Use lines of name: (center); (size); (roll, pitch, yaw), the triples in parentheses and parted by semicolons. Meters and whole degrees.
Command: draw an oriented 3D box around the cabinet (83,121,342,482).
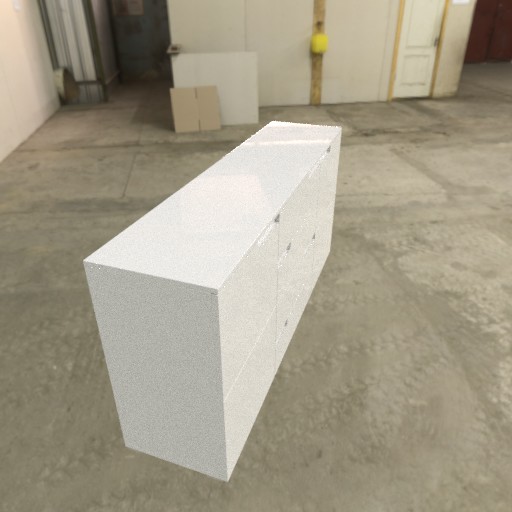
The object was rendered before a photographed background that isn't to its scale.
cabinet: (0.000, 0.000, 2.014); (0.400, 0.800, 1.650); (10, 32, 17)
